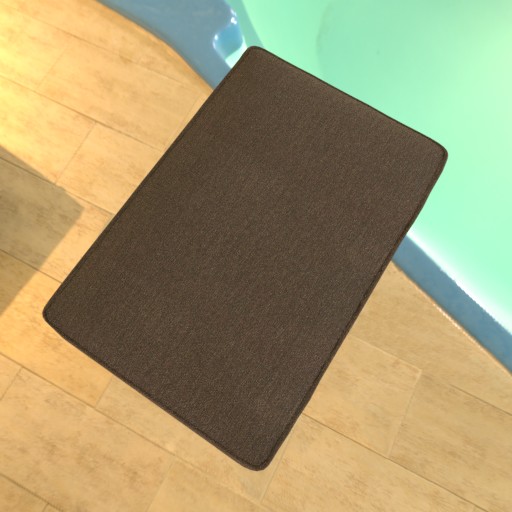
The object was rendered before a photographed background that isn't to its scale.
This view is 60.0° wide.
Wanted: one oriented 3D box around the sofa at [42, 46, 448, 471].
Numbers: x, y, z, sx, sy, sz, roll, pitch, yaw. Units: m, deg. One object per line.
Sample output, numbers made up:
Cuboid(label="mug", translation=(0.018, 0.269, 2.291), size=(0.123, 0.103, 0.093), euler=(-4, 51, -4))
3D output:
Cuboid(label="sofa", translation=(0.000, 0.000, 1.181), size=(0.578, 0.457, 0.854), euler=(32, 76, 9))
